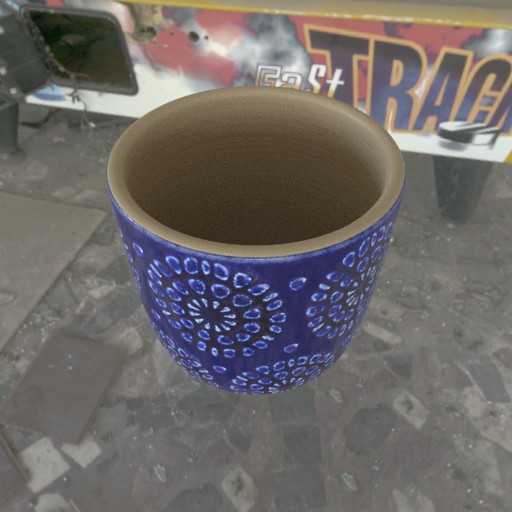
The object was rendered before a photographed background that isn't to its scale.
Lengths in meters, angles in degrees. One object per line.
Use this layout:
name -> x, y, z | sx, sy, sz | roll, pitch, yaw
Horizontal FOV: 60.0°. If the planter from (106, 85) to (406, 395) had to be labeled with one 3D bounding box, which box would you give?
planter -> 0.000, 0.000, 0.203 | 0.109, 0.112, 0.109 | 0, 46, 0
